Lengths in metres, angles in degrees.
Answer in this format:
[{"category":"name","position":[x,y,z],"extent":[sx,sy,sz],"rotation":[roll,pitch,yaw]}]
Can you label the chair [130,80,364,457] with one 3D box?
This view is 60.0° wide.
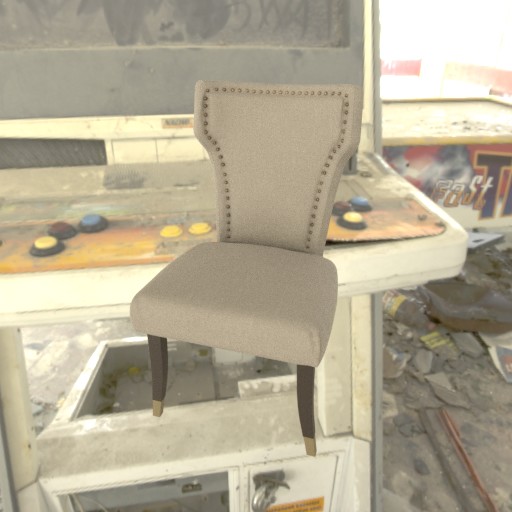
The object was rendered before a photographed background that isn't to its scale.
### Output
[{"category":"chair","position":[0.000,0.000,1.339],"extent":[0.526,0.950,0.630],"rotation":[8,28,15]}]
